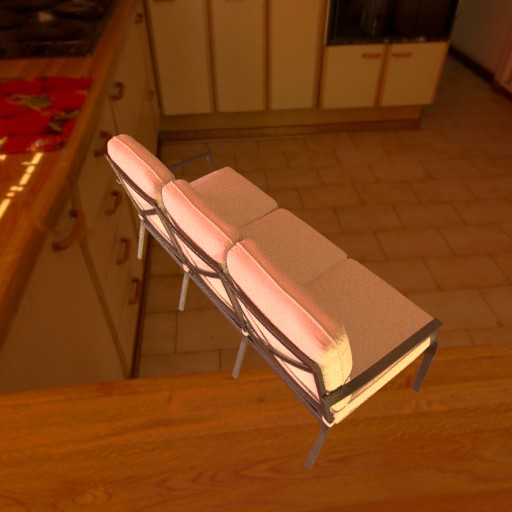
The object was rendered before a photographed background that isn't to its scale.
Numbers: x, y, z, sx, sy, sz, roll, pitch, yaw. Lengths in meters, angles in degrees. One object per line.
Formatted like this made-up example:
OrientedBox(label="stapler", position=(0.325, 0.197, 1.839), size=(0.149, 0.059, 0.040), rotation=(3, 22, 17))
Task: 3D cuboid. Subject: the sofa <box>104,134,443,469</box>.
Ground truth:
OrientedBox(label="sofa", position=(0.000, 0.000, 2.224), size=(0.787, 0.860, 1.740), rotation=(-26, 48, -26))
